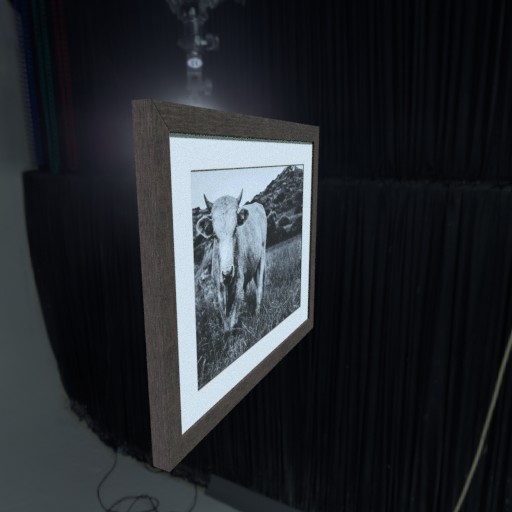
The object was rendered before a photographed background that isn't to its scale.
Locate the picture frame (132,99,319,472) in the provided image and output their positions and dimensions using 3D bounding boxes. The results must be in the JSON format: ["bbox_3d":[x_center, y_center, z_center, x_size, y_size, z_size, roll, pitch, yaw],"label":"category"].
[{"bbox_3d":[0.000,0.000,0.762,0.026,0.455,0.546,6,14,26],"label":"picture frame"}]
